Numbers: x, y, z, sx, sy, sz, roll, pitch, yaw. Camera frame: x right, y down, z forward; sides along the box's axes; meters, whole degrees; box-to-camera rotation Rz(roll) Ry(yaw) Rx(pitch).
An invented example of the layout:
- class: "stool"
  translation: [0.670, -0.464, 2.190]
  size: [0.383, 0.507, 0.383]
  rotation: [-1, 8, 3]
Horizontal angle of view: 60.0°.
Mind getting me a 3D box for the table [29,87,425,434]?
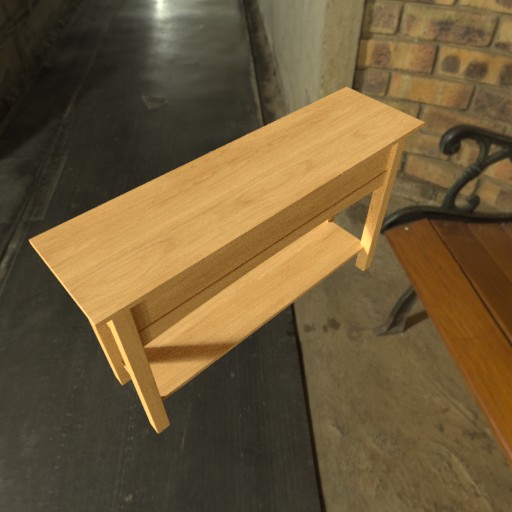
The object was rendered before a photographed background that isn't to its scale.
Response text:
- class: "table"
  translation: [0.000, 0.000, 1.586]
  size: [1.240, 0.730, 0.350]
  rotation: [-33, 55, -27]
